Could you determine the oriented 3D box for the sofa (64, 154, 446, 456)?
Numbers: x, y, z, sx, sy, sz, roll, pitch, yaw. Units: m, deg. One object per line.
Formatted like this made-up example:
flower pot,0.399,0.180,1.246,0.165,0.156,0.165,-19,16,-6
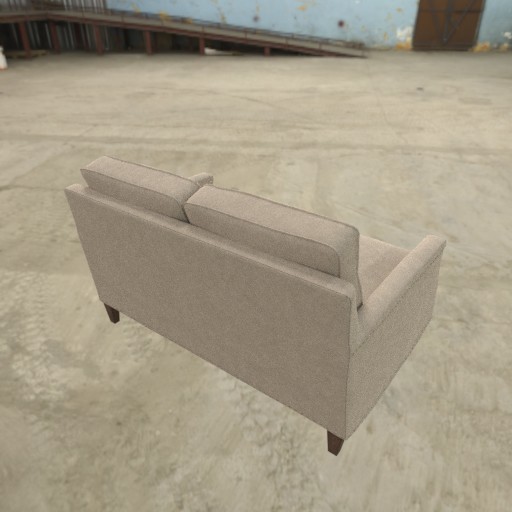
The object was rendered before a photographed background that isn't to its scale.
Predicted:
sofa,0.000,0.000,2.253,1.597,1.002,1.084,21,36,31
